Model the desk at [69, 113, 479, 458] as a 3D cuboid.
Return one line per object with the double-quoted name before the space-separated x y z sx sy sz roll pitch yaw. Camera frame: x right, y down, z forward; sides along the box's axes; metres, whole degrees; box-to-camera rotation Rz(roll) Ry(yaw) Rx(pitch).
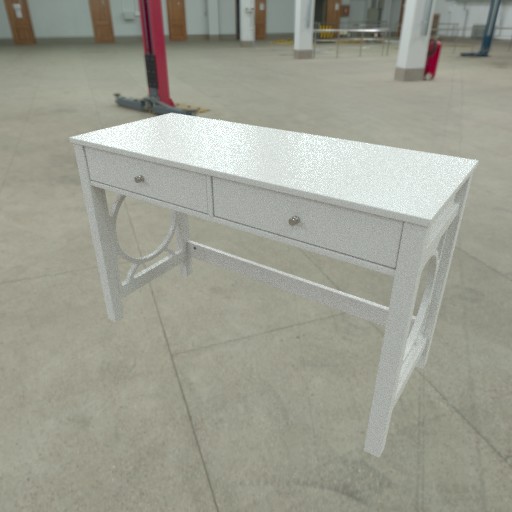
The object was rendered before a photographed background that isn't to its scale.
"desk" 0.000 0.000 1.555 1.191 0.762 0.504 18 34 29
